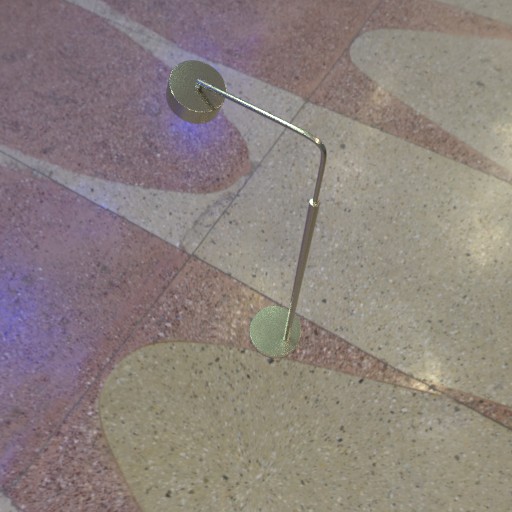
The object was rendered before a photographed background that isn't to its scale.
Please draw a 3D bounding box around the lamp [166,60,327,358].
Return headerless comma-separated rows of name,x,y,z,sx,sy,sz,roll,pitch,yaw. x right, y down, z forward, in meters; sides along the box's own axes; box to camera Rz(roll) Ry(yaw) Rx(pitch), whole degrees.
lamp,0.000,0.000,1.396,0.421,1.250,0.222,30,67,15
